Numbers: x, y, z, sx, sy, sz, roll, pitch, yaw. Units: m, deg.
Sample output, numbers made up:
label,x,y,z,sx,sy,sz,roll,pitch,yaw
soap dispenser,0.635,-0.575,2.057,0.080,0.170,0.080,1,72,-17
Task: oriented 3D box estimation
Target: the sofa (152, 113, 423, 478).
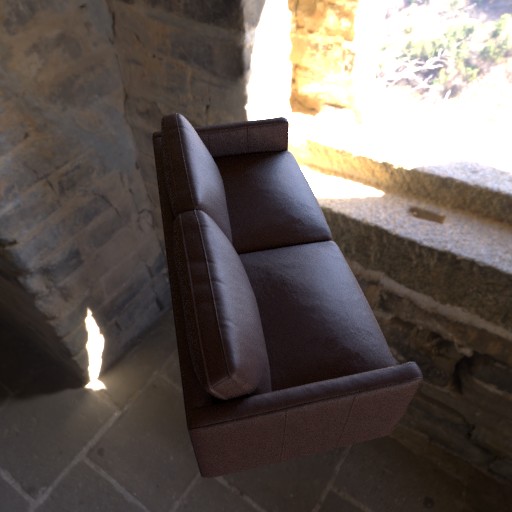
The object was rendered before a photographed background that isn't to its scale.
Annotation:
label,x,y,z,sx,sy,sz,roll,pitch,yaw
sofa,0.000,0.000,2.410,0.923,0.863,1.971,-9,48,-9
